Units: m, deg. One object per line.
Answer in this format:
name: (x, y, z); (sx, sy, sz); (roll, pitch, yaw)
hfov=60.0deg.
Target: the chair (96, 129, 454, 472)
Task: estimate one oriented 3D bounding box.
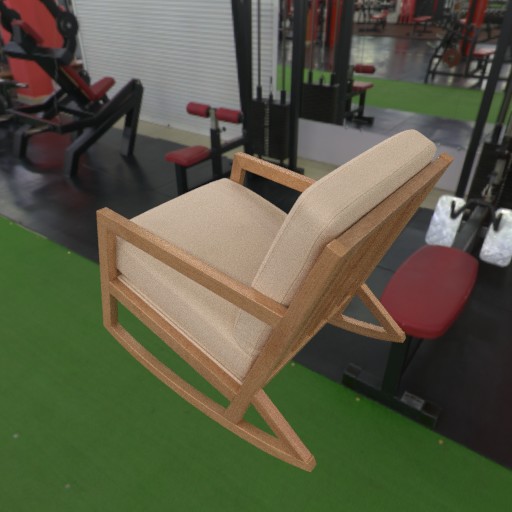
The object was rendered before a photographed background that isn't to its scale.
chair: (0.000, 0.000, 1.366); (0.857, 0.790, 0.622); (23, 39, 31)
